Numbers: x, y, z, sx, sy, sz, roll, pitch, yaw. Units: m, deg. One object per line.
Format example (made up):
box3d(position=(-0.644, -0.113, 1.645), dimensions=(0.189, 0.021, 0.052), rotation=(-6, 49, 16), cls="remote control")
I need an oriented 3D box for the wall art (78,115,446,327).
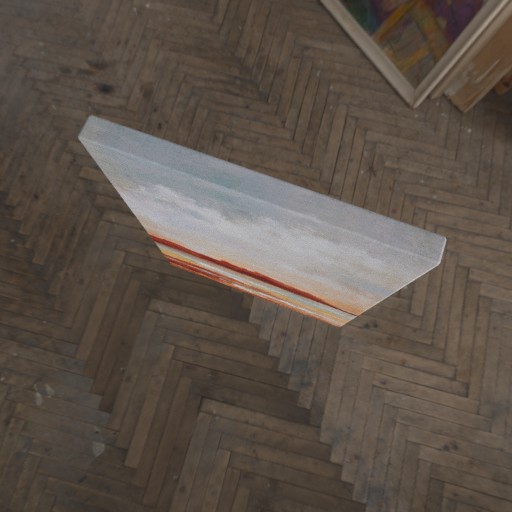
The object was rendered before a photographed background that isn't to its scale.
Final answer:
box3d(position=(0.000, 0.000, 0.800), dimensions=(0.443, 0.605, 0.035), rotation=(20, 75, 5), cls="wall art")
